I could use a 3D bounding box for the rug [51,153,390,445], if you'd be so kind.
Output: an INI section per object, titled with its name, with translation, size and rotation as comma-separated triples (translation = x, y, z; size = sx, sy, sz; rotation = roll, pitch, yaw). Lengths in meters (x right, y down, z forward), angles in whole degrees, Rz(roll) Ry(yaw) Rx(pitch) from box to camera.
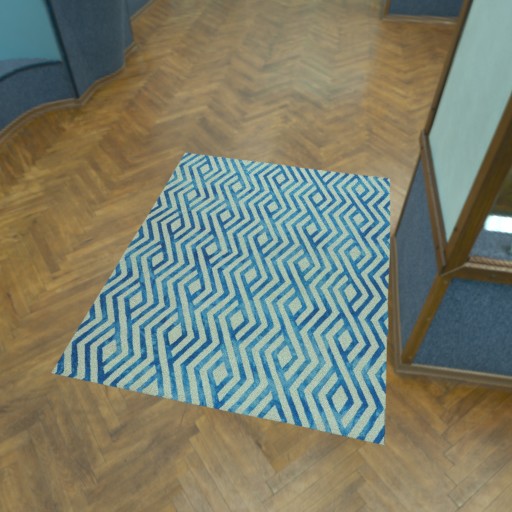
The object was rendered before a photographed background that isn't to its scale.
[rug]
translation = 0.000, 0.000, 4.167
size = 2.453, 0.008, 3.059
rotation = 9, 46, 9
